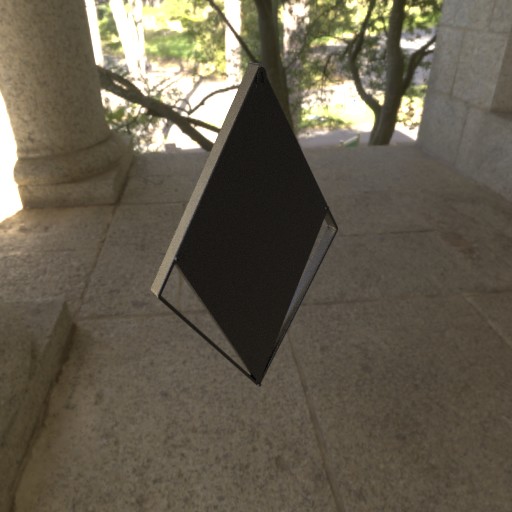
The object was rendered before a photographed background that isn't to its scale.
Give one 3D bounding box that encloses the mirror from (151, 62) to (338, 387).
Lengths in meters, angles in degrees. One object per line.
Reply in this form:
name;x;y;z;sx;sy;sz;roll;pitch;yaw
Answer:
mirror;0.000;0.000;0.846;0.419;0.679;0.032;-20;36;-31
